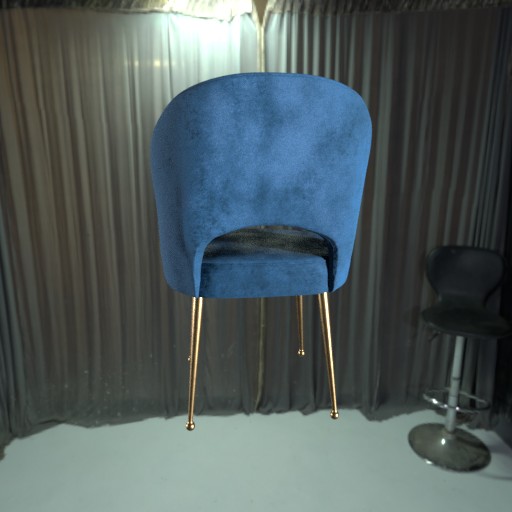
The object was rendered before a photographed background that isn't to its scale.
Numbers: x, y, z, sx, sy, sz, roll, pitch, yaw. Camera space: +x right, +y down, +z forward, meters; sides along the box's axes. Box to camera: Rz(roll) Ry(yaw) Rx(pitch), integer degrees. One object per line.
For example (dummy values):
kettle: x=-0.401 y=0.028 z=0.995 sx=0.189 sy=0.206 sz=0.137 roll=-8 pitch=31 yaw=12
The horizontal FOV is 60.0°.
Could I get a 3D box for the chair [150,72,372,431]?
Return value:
chair: x=0.000 y=0.000 z=1.231 sx=0.527 sy=0.860 sz=0.577 roll=-2 pitch=13 yaw=-7
